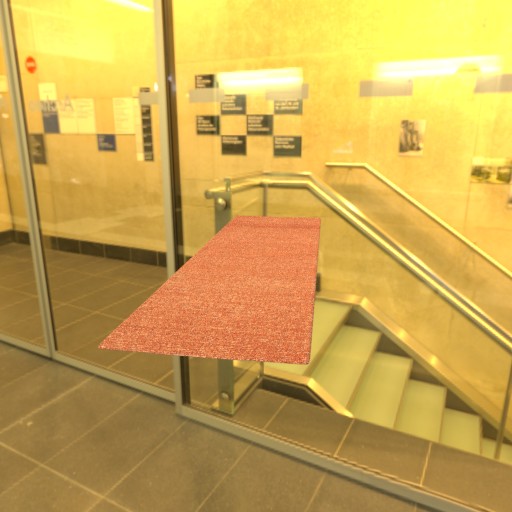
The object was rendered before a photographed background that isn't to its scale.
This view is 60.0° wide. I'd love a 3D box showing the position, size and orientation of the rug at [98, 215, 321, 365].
[{"bbox_3d":[0.000,0.000,2.480,0.687,0.012,2.307,2,16,9],"label":"rug"}]
